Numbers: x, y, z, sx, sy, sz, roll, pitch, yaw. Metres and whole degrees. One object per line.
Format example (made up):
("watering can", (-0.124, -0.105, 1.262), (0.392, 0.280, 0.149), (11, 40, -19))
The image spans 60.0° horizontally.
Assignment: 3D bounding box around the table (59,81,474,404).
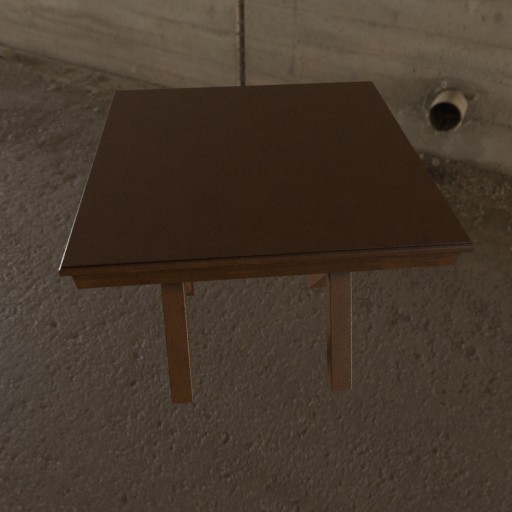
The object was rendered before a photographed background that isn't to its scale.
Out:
("table", (0.000, 0.000, 1.029), (0.602, 0.562, 0.560), (-3, 45, -3))
